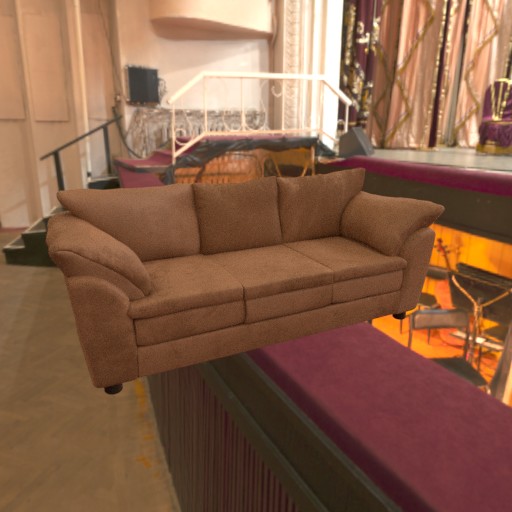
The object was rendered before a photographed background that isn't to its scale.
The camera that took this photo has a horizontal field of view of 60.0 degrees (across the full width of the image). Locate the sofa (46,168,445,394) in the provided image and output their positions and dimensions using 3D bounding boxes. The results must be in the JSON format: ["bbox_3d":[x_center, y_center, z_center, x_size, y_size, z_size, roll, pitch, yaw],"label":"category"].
[{"bbox_3d":[0.000,0.000,2.807,2.377,0.981,0.893,-8,18,-27],"label":"sofa"}]
